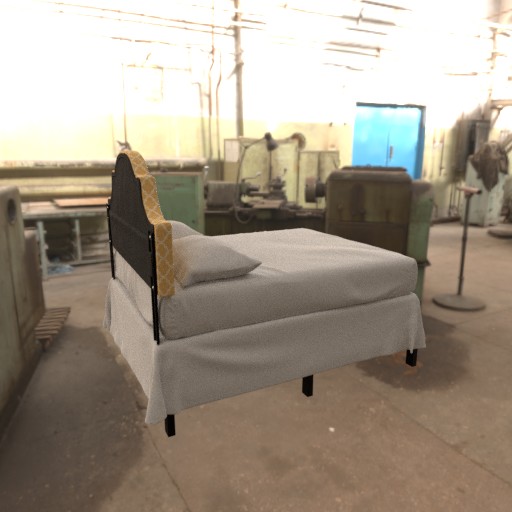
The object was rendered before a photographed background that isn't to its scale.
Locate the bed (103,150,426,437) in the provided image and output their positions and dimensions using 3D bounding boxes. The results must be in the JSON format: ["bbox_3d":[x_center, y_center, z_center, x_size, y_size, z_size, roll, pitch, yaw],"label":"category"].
[{"bbox_3d":[0.000,0.000,3.519,2.222,1.633,1.780,-7,15,-26],"label":"bed"}]
